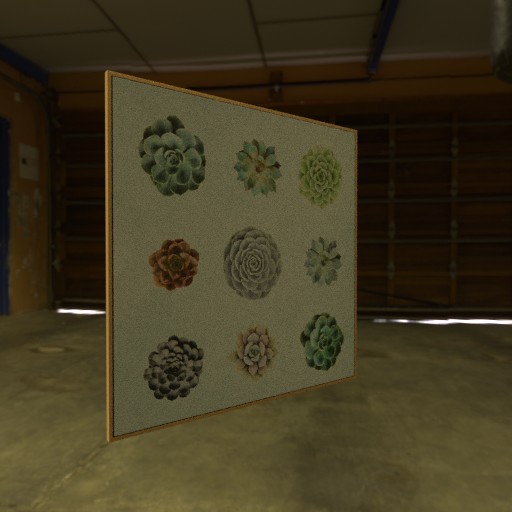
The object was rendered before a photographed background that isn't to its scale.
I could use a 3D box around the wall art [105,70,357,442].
[{"bbox_3d":[0.000,0.000,0.981,0.657,0.655,0.014,-1,1,-37],"label":"wall art"}]
